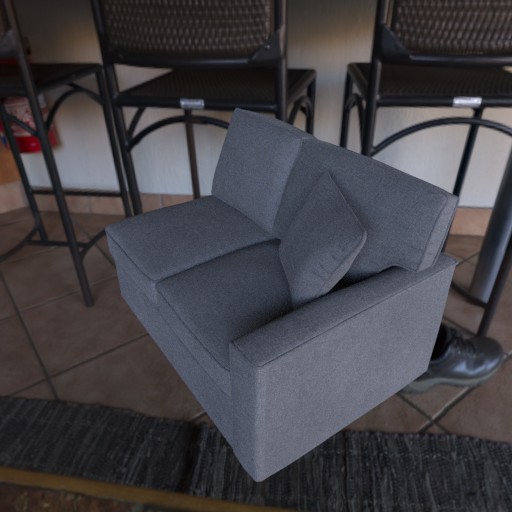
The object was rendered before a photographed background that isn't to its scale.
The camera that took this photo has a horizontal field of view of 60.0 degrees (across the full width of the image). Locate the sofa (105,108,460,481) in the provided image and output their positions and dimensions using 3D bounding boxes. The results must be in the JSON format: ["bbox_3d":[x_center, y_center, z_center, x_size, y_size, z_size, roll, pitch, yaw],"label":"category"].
[{"bbox_3d":[0.000,0.000,2.036,0.991,0.989,1.388,-20,37,-29],"label":"sofa"}]
